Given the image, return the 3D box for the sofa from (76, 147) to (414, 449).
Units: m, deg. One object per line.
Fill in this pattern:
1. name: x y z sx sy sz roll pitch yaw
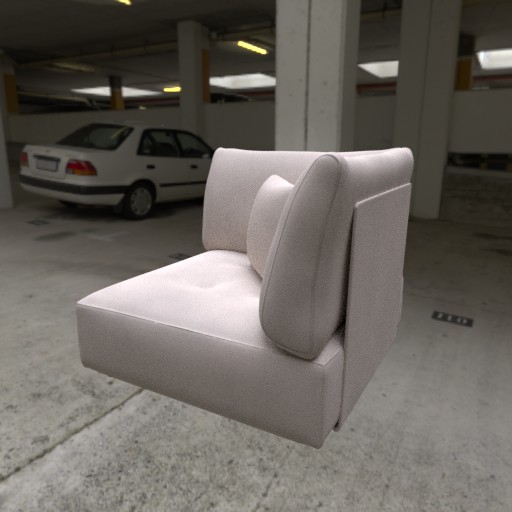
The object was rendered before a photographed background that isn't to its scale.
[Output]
1. sofa: 0.000 0.000 1.730 1.000 0.820 1.000 8 16 28
